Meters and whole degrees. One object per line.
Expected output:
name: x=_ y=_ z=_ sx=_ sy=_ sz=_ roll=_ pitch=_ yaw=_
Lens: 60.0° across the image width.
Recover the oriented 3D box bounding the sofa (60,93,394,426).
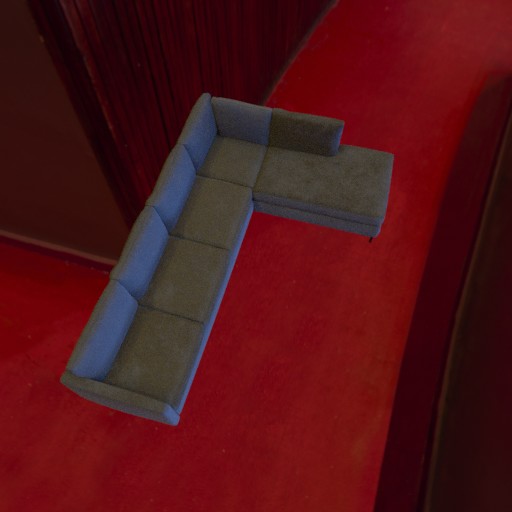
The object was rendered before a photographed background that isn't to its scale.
sofa: x=0.000 y=0.000 z=3.186 sx=1.707 sy=0.687 sz=2.486 roll=14 pitch=61 yaw=8
